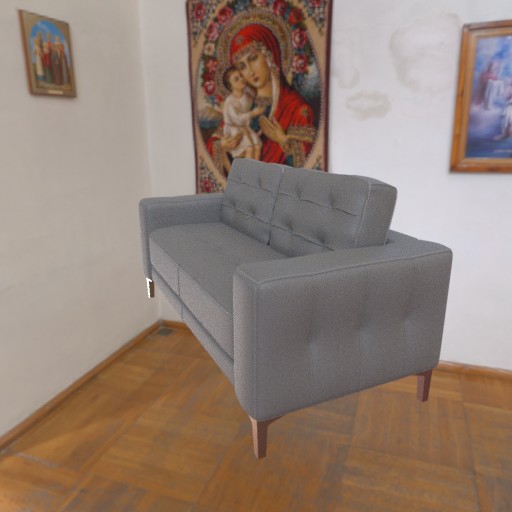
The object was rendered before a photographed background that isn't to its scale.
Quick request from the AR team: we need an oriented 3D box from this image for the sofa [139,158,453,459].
[{"bbox_3d":[0.000,0.000,2.236,0.833,0.892,1.726,-8,18,-25],"label":"sofa"}]
